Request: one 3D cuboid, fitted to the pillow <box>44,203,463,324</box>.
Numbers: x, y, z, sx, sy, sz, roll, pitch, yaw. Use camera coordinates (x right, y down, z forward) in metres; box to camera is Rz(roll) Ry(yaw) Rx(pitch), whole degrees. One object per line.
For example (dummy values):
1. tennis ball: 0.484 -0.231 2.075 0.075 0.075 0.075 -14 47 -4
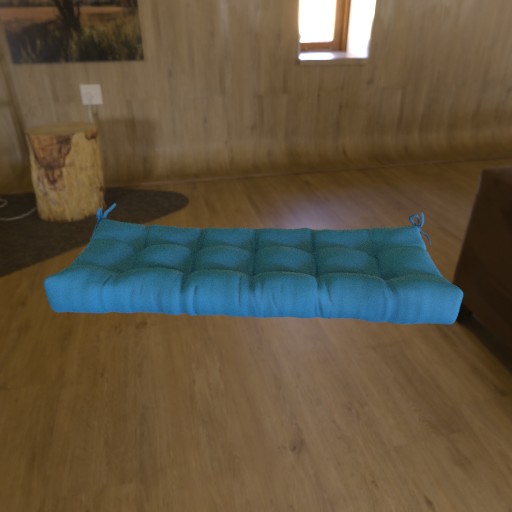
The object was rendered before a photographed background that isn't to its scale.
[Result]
1. pillow: 0.000 0.000 1.397 1.194 0.174 0.511 1 29 3
